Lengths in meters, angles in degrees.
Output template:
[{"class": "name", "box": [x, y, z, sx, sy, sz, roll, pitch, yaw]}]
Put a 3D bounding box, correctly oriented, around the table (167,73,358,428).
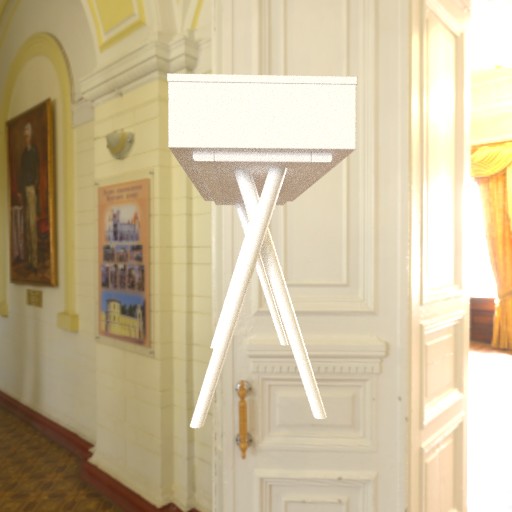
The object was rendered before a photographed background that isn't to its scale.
[{"class": "table", "box": [0.000, 0.000, 1.474, 0.418, 0.785, 1.066, 0, 1, -3]}]
